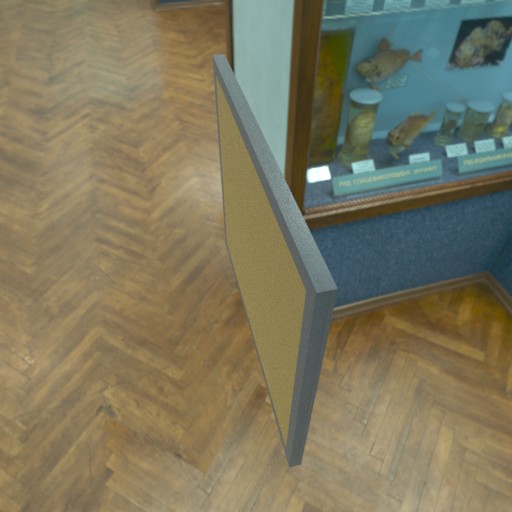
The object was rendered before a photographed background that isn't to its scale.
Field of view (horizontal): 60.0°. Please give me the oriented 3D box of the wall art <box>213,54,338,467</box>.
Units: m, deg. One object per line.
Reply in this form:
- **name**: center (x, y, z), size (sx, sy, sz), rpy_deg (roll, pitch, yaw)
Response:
- **wall art**: center (0.000, 0.000, 0.914), size (0.026, 0.558, 0.660), rpy_deg (-10, 47, -10)
